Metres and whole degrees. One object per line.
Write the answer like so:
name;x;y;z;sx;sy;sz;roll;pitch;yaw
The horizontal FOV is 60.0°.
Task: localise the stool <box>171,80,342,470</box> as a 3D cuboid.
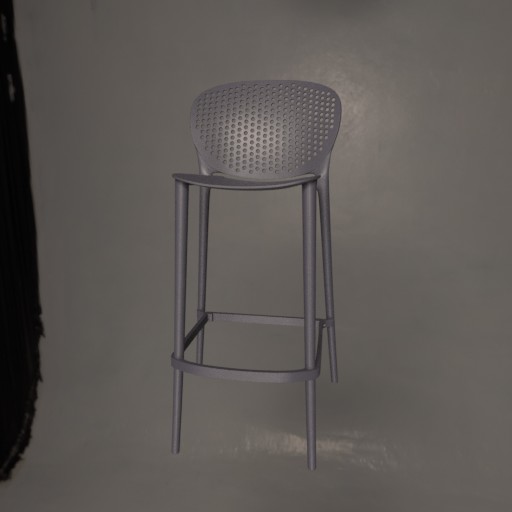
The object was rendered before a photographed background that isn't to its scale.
stool;0.000;0.000;1.323;0.536;1.045;0.535;2;15;9
